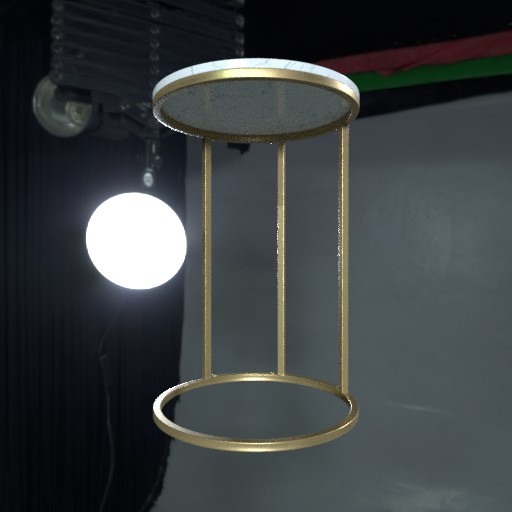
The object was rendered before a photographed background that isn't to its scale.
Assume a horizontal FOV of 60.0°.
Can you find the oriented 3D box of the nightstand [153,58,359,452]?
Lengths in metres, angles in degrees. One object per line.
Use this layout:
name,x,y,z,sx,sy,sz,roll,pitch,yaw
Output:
nightstand,0.000,0.000,0.883,0.400,0.610,0.400,0,0,19
